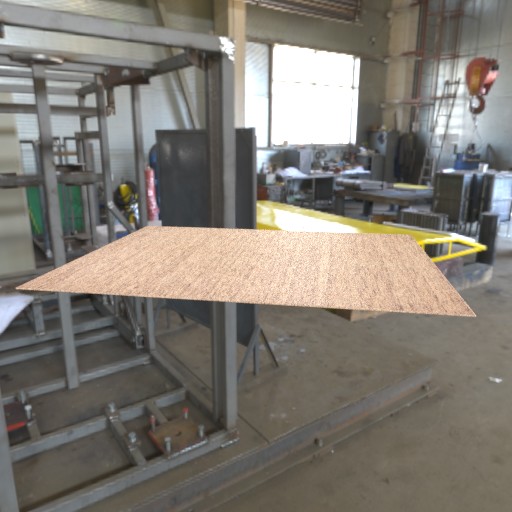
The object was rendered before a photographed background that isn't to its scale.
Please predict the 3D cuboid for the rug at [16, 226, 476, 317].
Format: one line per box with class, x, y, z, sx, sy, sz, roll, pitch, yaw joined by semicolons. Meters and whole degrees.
rug;0.000;0.000;4.193;3.205;0.013;2.448;2;15;9
